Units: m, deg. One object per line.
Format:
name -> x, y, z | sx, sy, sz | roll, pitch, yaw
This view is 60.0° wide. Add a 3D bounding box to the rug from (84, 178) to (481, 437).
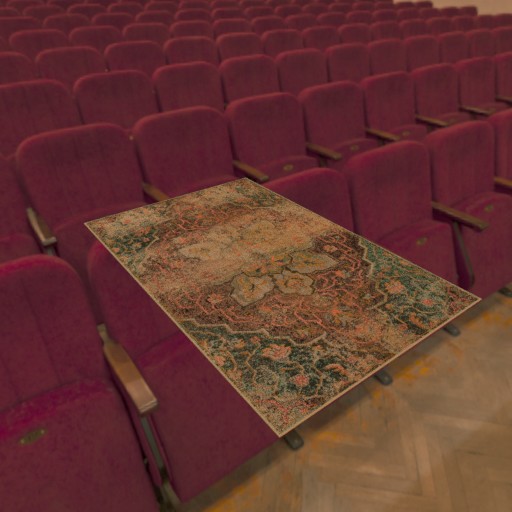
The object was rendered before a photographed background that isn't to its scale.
rug -> 0.000, 0.000, 2.976 | 1.566, 0.004, 2.363 | -21, 38, -30
